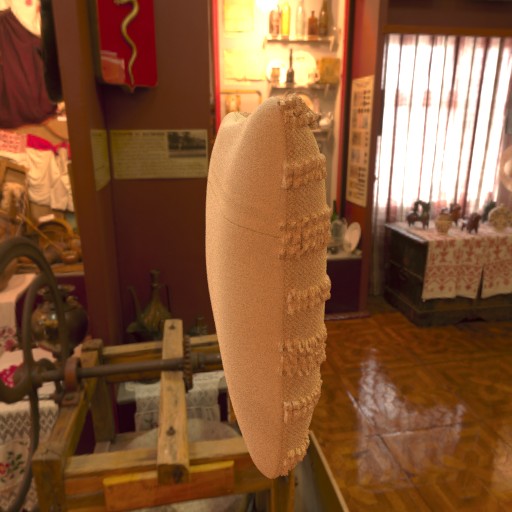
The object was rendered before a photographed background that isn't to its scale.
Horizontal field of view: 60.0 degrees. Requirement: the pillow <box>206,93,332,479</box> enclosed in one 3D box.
[{"bbox_3d":[0.000,0.000,0.651,0.145,0.427,0.437,-3,17,-9],"label":"pillow"}]
